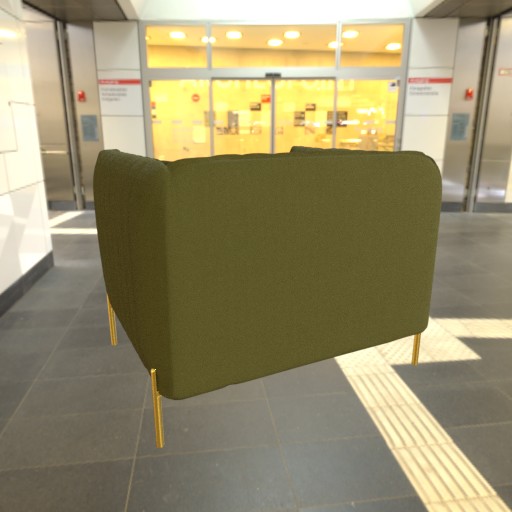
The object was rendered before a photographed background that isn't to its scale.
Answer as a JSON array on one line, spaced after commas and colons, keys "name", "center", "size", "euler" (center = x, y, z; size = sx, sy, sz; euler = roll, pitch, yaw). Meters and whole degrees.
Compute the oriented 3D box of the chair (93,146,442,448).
[{"name": "chair", "center": [0.000, 0.000, 1.665], "size": [1.032, 0.794, 0.877], "euler": [-8, 18, -26]}]
